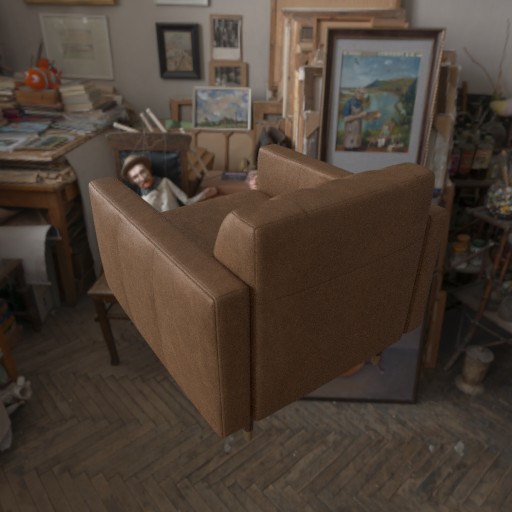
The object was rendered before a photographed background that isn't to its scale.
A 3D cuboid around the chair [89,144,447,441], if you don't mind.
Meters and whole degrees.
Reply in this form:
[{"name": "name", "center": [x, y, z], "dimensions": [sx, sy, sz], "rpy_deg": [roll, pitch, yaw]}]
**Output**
[{"name": "chair", "center": [0.000, 0.000, 1.692], "dimensions": [0.953, 0.819, 0.998], "rpy_deg": [-19, 35, -30]}]
